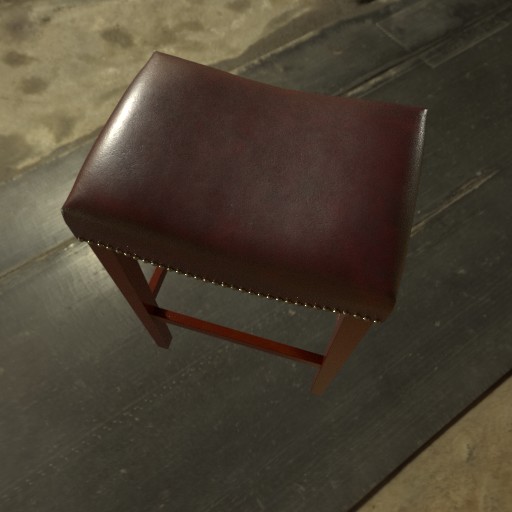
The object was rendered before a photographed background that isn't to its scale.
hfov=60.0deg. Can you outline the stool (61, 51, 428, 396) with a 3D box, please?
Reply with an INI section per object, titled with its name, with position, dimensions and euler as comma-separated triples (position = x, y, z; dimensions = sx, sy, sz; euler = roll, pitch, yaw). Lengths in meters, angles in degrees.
[stool]
position = 0.000, 0.000, 0.993
dimensions = 0.504, 0.742, 0.372
euler = 15, 64, 7
